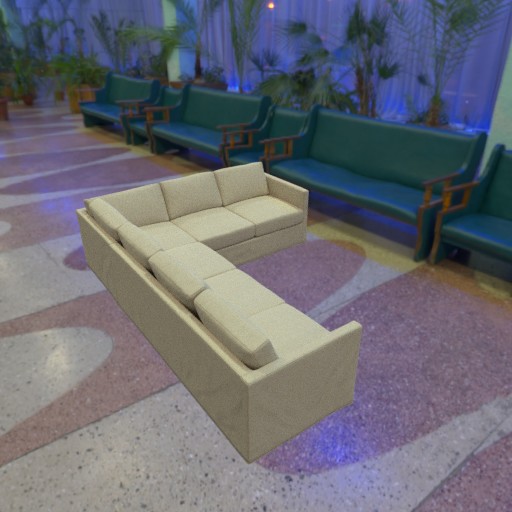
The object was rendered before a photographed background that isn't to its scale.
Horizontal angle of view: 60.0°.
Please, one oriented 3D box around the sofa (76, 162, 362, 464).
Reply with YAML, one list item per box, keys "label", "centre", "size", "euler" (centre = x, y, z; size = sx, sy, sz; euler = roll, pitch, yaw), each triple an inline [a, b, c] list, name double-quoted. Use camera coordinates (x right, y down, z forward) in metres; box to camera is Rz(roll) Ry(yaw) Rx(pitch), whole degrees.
- label: "sofa"
  centre: [0.000, 0.000, 4.284]
  size: [2.432, 0.871, 3.182]
  euler: [-19, 33, -32]
